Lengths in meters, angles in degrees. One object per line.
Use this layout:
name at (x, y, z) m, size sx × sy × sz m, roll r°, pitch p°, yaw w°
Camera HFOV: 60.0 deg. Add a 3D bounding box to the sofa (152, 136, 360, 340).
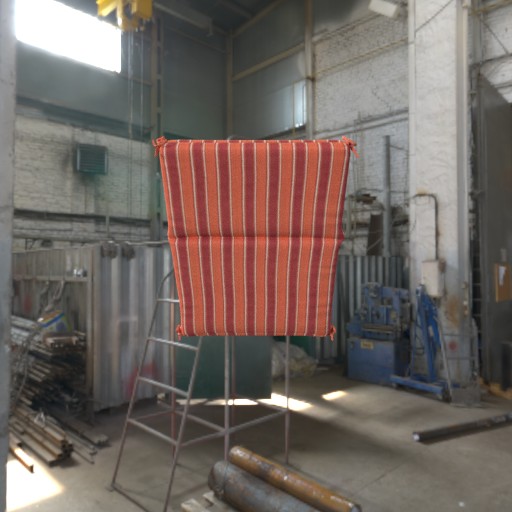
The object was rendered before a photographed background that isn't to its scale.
sofa at (0.000, 0.000, 1.981) m, size 0.582 × 0.622 × 1.663 m, roll 0°, pitch -2°, yaw 0°
